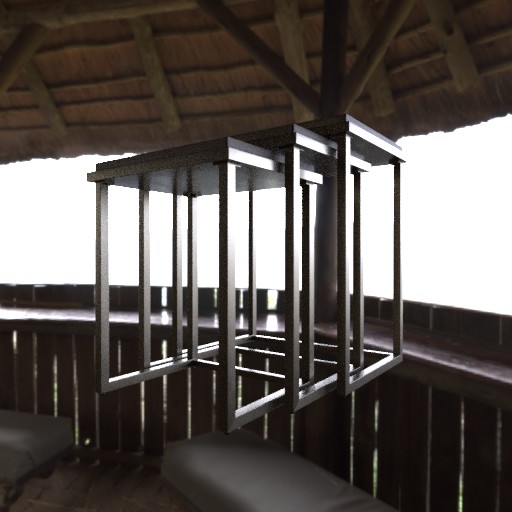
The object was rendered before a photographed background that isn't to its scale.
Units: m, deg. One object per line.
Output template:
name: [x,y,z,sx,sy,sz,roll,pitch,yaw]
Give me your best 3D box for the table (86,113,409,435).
table: [0.000,0.000,1.134,0.559,0.610,0.706,0,0,36]
